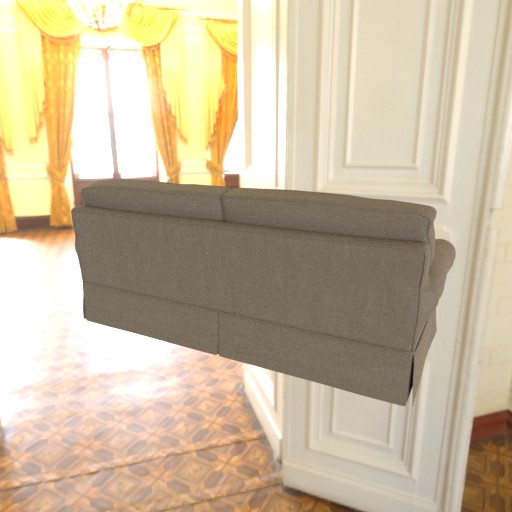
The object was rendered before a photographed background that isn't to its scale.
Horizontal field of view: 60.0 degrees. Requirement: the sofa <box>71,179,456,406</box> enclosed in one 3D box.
[{"bbox_3d":[0.000,0.000,2.802,2.248,0.943,0.991,8,18,27],"label":"sofa"}]
